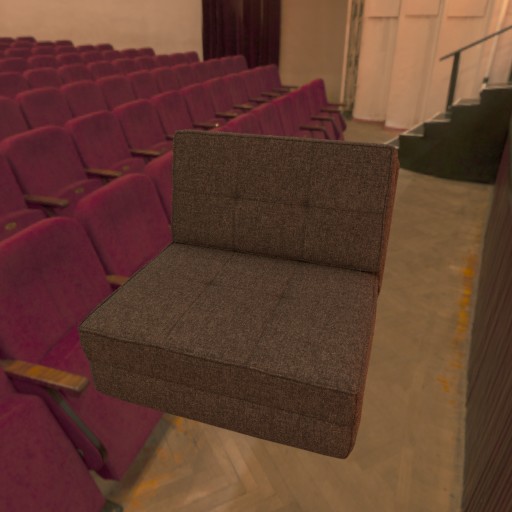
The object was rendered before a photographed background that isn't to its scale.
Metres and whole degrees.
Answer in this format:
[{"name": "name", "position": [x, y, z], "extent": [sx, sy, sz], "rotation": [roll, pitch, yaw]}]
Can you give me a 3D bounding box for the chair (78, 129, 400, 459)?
[{"name": "chair", "position": [0.000, 0.000, 1.327], "extent": [0.740, 0.615, 0.800], "rotation": [9, 29, 16]}]
